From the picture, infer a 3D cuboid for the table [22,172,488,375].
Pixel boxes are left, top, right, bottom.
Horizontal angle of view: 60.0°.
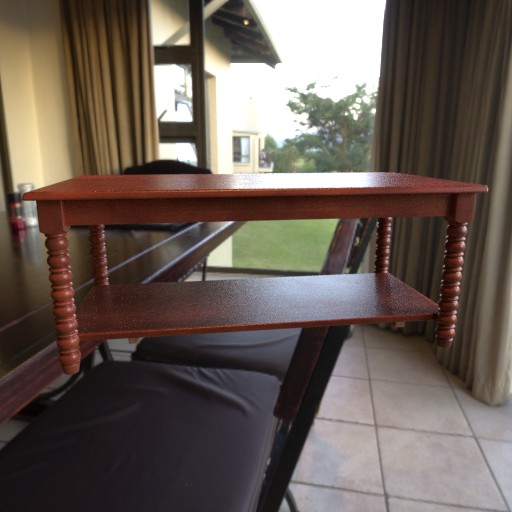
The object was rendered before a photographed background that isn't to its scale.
[{"bbox_3d":[0.000,0.000,1.426,1.171,0.485,0.580,-2,14,-8],"label":"table"}]
